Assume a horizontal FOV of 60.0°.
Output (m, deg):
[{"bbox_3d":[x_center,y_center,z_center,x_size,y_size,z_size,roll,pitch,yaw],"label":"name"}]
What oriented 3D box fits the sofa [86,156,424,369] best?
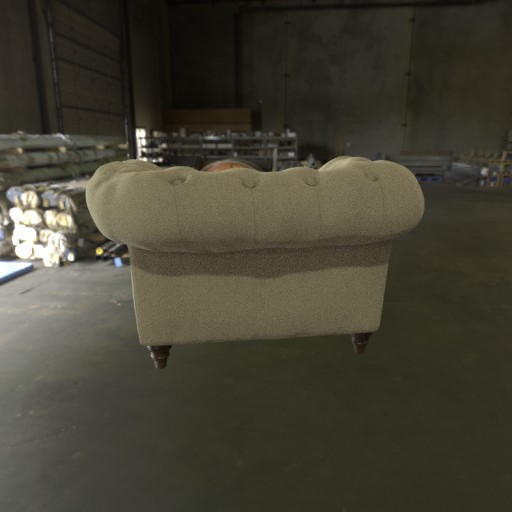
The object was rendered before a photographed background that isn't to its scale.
[{"bbox_3d":[0.000,0.000,2.050,1.405,0.878,1.034,-2,15,-8],"label":"sofa"}]
